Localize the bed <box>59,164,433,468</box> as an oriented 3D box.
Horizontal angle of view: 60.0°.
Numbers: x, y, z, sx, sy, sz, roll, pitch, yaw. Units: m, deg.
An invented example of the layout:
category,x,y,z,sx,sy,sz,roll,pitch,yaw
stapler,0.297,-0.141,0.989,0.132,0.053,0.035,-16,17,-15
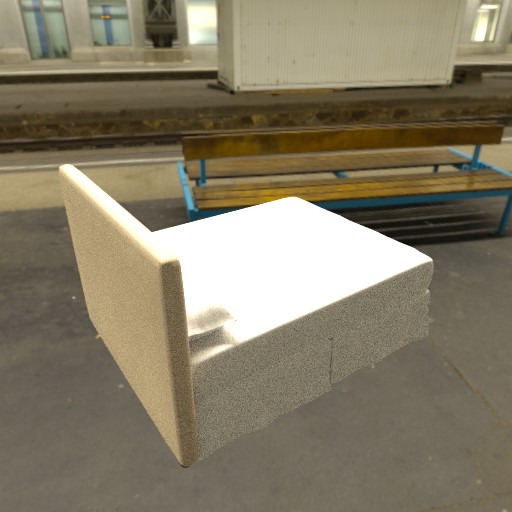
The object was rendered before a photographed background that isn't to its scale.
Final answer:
category,x,y,z,sx,sy,sz,roll,pitch,yaw
bed,0.000,0.000,3.200,2.142,1.330,1.723,-18,33,-30
